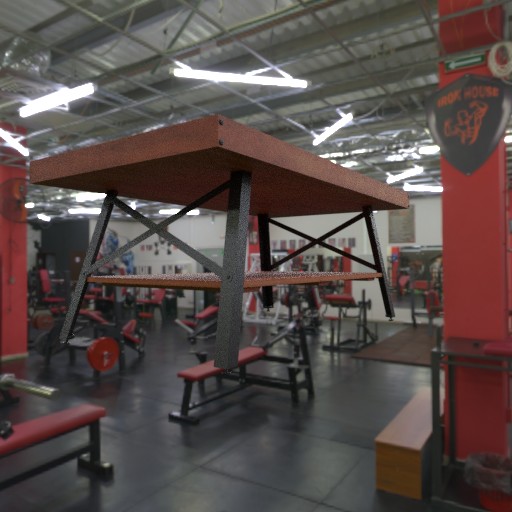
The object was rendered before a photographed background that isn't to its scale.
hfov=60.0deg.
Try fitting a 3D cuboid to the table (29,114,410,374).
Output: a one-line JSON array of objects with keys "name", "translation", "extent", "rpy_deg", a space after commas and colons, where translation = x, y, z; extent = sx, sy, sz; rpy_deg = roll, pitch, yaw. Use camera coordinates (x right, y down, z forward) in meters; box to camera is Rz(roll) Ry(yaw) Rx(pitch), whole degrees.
[{"name": "table", "translation": [0.000, 0.000, 1.344], "extent": [0.610, 0.457, 1.067], "rpy_deg": [-1, -1, 35]}]
